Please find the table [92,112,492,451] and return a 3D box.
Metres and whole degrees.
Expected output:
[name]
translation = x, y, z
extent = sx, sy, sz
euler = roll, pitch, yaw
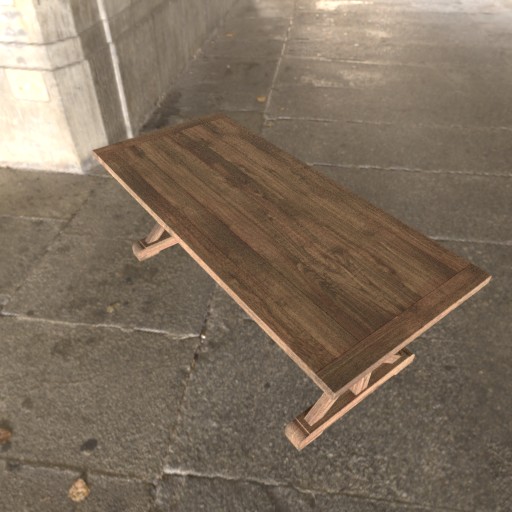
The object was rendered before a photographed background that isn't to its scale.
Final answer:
[table]
translation = 0.000, 0.000, 2.473
extent = 0.907, 0.733, 2.031
euler = -27, 48, -27
